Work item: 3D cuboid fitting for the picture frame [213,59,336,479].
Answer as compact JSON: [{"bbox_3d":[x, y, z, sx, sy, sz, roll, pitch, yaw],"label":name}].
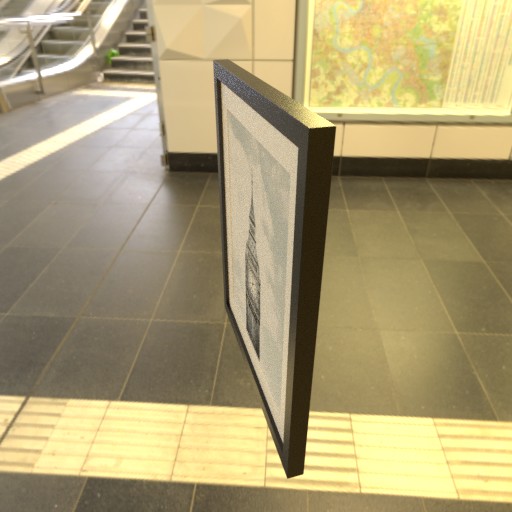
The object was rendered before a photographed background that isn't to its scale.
[{"bbox_3d":[0.000,0.000,0.752,0.028,0.556,0.460,-8,32,-14],"label":"picture frame"}]
